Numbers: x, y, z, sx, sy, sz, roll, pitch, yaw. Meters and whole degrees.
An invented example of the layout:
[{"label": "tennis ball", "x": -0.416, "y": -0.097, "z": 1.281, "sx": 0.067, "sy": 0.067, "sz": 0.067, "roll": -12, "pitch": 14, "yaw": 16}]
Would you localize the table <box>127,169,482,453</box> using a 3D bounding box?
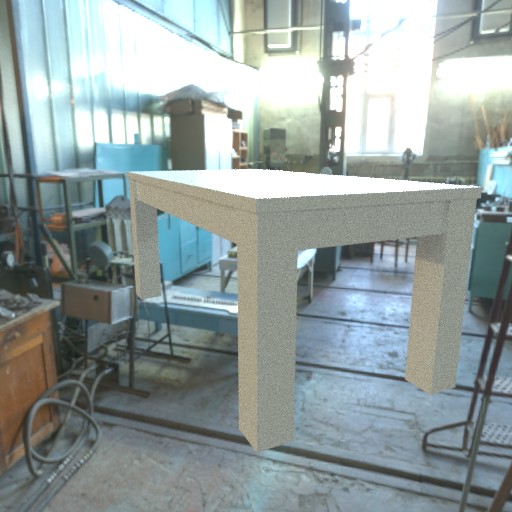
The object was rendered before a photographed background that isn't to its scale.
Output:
[{"label": "table", "x": 0.000, "y": 0.000, "z": 2.253, "sx": 0.900, "sy": 0.790, "sz": 1.800, "roll": -7, "pitch": 15, "yaw": -26}]
